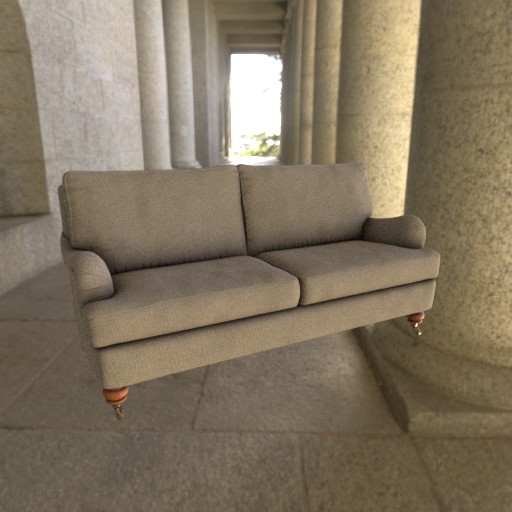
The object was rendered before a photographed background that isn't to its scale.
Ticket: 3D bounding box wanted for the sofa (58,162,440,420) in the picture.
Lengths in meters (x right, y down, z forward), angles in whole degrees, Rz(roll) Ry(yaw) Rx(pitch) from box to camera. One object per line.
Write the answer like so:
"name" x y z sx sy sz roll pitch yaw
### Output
"sofa" 0.000 0.000 2.773 2.193 1.096 1.069 -8 17 -27
